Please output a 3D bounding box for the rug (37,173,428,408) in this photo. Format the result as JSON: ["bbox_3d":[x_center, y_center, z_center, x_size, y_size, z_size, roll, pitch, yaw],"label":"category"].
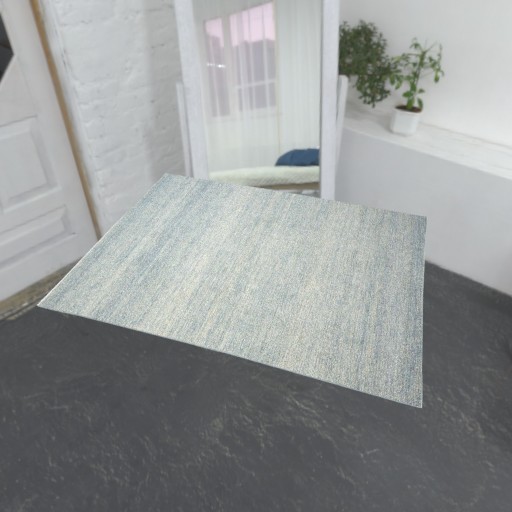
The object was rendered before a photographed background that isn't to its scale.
[{"bbox_3d":[0.000,0.000,4.383,3.237,0.046,2.461,12,41,14],"label":"rug"}]
